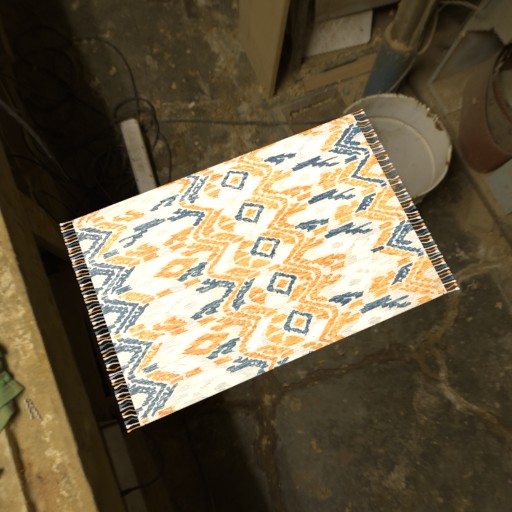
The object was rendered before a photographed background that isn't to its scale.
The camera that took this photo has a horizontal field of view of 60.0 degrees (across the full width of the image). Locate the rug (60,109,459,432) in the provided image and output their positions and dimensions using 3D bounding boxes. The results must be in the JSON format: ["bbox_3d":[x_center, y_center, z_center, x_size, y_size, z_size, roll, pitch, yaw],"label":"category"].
[{"bbox_3d":[0.000,0.000,3.127,2.428,0.010,1.533,-22,77,-5],"label":"rug"}]
